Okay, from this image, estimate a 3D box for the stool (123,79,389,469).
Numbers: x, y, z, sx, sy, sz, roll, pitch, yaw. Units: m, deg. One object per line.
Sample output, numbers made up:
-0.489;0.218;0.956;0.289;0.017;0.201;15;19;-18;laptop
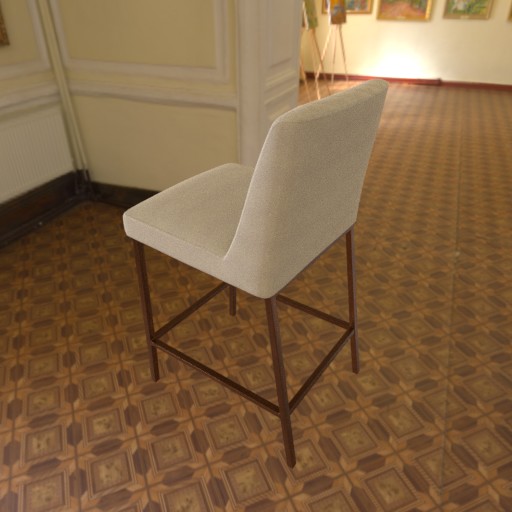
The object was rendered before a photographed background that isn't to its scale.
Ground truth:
0.000;0.000;1.293;0.576;0.973;0.507;20;37;30;stool
